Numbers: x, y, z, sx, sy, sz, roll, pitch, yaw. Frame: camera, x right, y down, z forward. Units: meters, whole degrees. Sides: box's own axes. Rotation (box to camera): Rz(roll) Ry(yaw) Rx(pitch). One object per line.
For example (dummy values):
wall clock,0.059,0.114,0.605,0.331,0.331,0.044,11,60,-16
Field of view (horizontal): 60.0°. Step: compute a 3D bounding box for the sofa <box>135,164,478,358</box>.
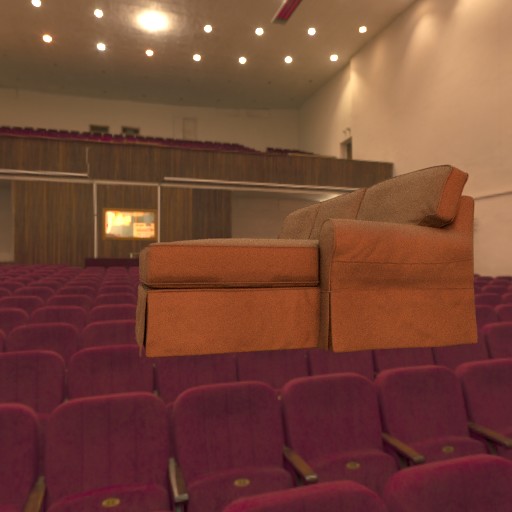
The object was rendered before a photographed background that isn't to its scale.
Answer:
sofa,0.000,0.000,3.239,1.733,0.978,2.475,0,-1,-17
